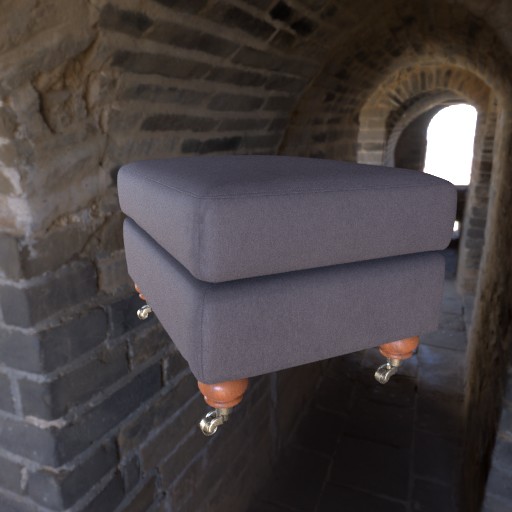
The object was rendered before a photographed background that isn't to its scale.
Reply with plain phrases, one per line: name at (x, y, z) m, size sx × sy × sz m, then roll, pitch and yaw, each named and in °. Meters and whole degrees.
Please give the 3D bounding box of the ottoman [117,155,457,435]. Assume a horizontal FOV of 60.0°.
ottoman at (0.000, 0.000, 1.141) m, size 0.574 × 0.497 × 0.773 m, roll -7°, pitch 17°, yaw -24°
